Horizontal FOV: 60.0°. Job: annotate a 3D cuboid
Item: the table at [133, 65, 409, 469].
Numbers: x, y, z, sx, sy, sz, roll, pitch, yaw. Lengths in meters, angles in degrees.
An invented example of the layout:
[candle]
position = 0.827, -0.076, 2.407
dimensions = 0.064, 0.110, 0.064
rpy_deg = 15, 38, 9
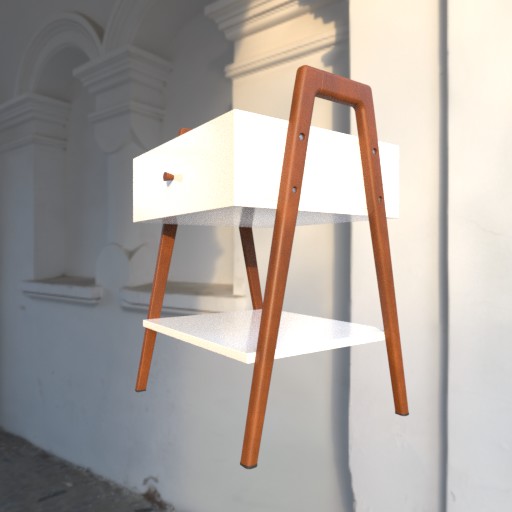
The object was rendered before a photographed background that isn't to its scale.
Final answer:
[table]
position = 0.000, 0.000, 0.921
dimensions = 0.405, 0.610, 0.457
rpy_deg = 0, 0, -35
